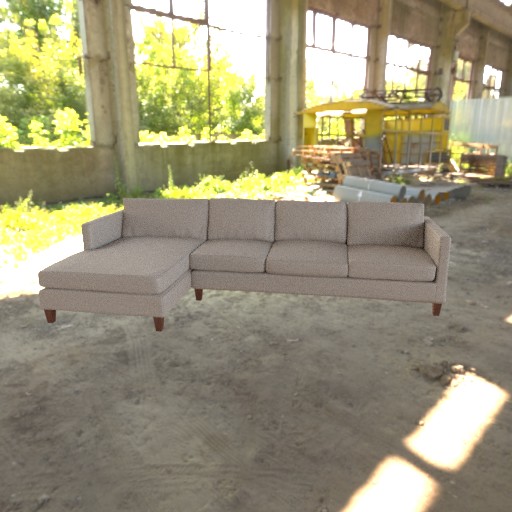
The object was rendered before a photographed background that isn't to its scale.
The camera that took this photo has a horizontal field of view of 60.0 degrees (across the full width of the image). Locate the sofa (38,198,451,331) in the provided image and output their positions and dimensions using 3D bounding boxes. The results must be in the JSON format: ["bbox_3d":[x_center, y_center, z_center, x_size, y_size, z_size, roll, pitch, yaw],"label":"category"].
[{"bbox_3d":[0.000,0.000,3.909,3.186,0.846,1.625,3,15,10],"label":"sofa"}]
